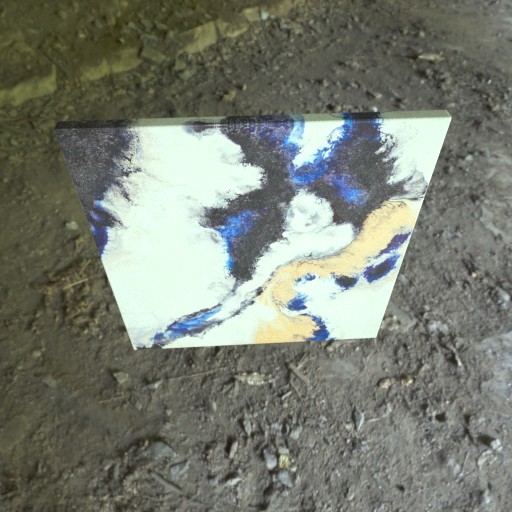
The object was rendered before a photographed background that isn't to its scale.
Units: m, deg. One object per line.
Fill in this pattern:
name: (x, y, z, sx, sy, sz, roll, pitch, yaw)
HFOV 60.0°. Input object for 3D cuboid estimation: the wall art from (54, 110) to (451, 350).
wall art: (0.000, 0.000, 1.314, 0.887, 0.885, 0.038, -2, 46, -2)
